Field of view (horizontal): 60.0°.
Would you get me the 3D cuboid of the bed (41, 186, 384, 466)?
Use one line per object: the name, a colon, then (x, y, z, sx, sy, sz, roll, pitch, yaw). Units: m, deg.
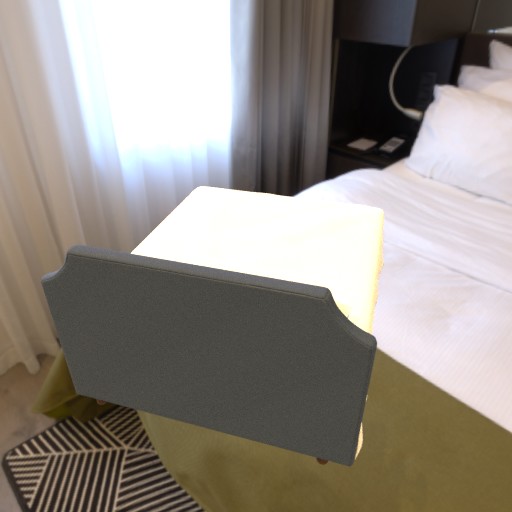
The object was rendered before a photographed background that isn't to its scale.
bed: (0.000, 0.000, 4.048, 2.350, 1.488, 2.773, 9, 34, 14)
